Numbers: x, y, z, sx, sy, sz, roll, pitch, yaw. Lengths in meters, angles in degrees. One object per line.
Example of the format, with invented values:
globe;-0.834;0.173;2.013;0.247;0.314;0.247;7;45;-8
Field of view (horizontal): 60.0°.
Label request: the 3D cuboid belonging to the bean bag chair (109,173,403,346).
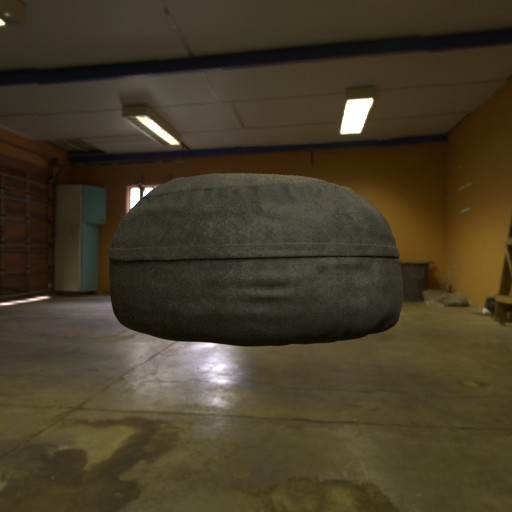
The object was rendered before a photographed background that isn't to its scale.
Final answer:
bean bag chair;0.000;0.000;2.429;1.525;0.751;1.525;0;0;0
